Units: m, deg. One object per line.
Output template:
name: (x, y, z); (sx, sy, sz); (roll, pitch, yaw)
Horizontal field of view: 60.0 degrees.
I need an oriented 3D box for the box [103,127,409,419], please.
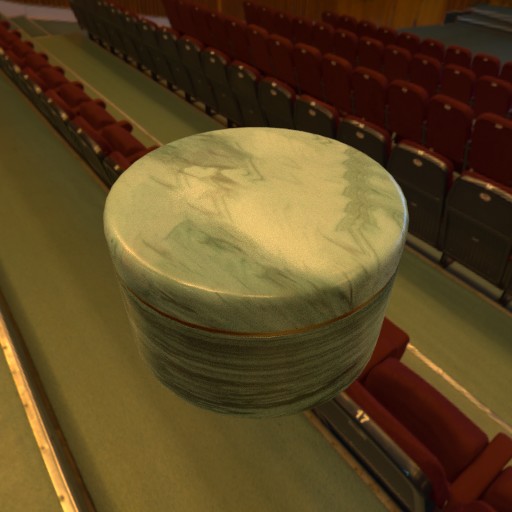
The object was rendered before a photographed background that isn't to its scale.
box: (0.000, 0.000, 0.168); (0.101, 0.063, 0.101); (0, 41, 0)
